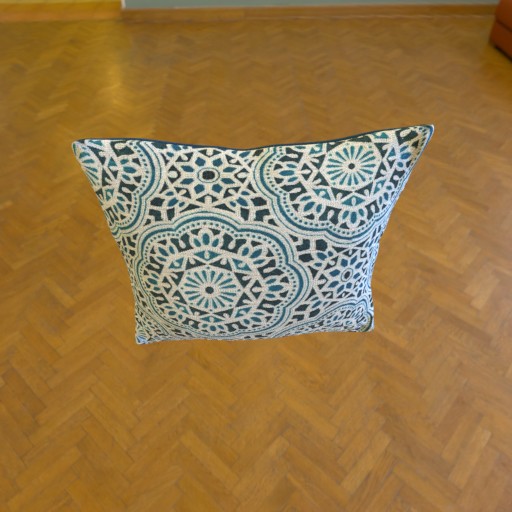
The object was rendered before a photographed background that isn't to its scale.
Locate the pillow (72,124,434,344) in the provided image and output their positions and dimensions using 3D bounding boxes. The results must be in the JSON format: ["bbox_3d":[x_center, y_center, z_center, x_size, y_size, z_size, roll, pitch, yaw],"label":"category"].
[{"bbox_3d":[0.000,0.000,0.674,0.440,0.420,0.145,-3,45,-3],"label":"pillow"}]
